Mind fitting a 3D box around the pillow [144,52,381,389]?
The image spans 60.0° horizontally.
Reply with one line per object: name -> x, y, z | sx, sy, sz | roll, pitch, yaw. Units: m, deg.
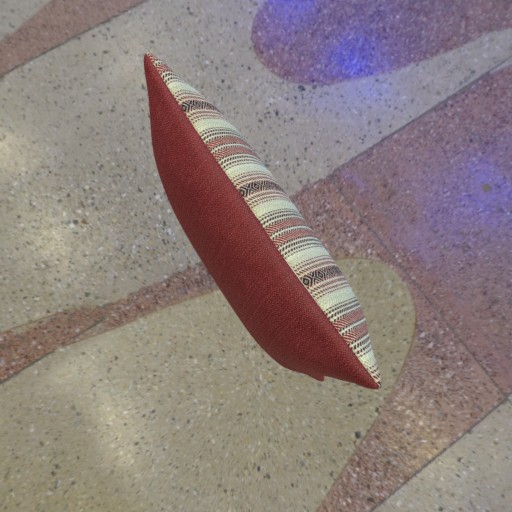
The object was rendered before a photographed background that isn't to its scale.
pillow -> 0.000, 0.000, 0.766 | 0.166, 0.497, 0.513 | -32, 78, -8
